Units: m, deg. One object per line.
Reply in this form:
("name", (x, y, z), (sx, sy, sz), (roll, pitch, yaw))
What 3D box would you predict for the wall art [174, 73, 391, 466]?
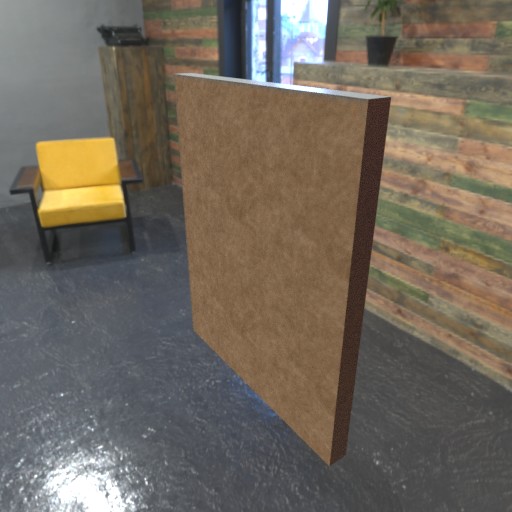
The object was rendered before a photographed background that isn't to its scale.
("wall art", (0.000, 0.000, 0.758), (0.037, 0.554, 0.453), (-18, 31, -32))
